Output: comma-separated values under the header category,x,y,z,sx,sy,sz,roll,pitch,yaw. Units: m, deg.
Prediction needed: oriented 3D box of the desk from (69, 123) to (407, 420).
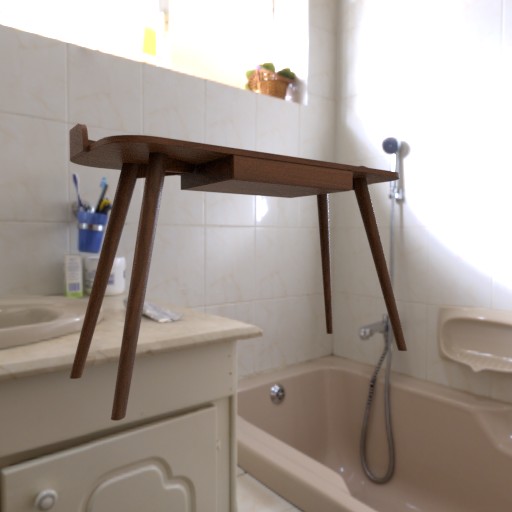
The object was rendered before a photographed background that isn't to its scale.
category,x,y,z,sx,sy,sz,roll,pitch,yaw
desk,0.000,0.000,1.663,1.256,0.800,0.486,-1,2,-36
